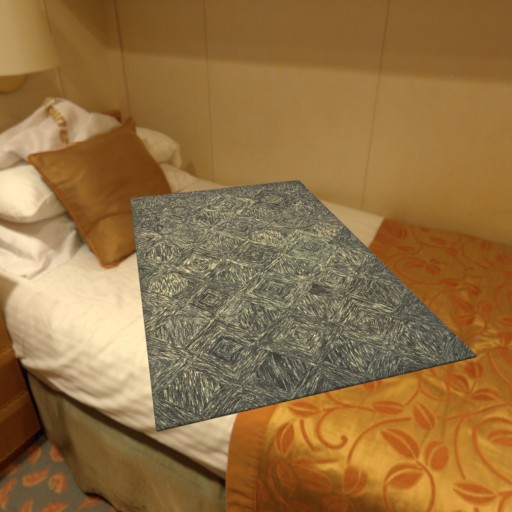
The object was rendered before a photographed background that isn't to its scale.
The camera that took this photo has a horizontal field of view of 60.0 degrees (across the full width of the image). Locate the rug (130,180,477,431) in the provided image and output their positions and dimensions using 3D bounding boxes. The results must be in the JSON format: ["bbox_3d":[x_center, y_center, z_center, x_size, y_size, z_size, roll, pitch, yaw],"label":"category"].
[{"bbox_3d":[0.000,0.000,2.854,1.478,0.017,2.330,-8,32,-14],"label":"rug"}]
